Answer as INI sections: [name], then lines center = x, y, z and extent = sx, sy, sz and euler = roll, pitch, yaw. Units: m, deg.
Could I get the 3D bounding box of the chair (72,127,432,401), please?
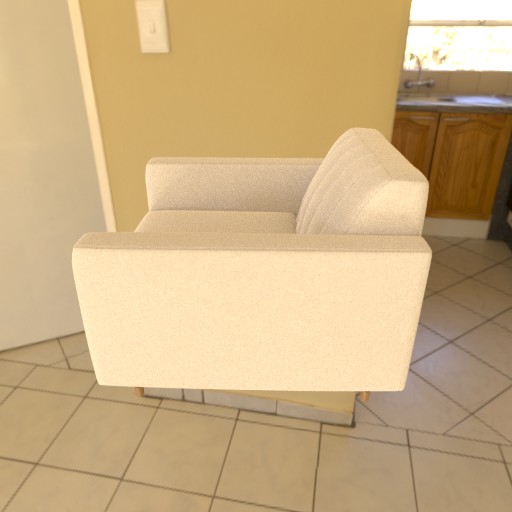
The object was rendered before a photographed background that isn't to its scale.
[chair]
center = 0.000, 0.000, 1.661
extent = 0.998, 0.819, 0.953
euler = 1, 28, 1
